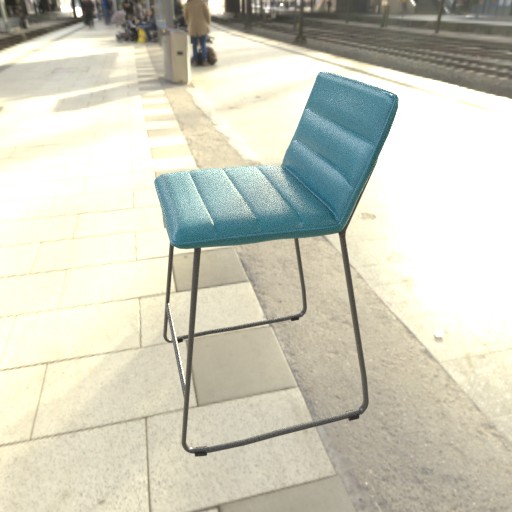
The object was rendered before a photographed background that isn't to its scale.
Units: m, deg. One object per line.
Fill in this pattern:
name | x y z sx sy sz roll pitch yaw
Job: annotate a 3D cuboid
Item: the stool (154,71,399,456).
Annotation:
stool | 0.000 0.000 1.182 0.524 0.866 0.489 -8 31 -14
